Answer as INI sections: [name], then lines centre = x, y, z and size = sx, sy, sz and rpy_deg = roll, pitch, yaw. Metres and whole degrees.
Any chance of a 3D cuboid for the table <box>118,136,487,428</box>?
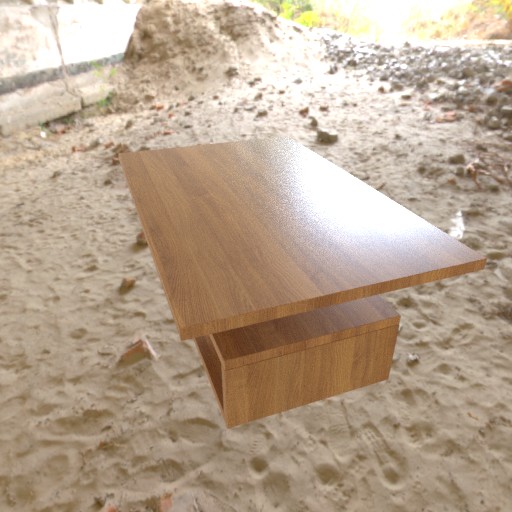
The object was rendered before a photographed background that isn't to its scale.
[table]
centre = 0.000, 0.000, 1.446
size = 0.700, 0.442, 1.100
rpy_deg = -11, 32, -18
